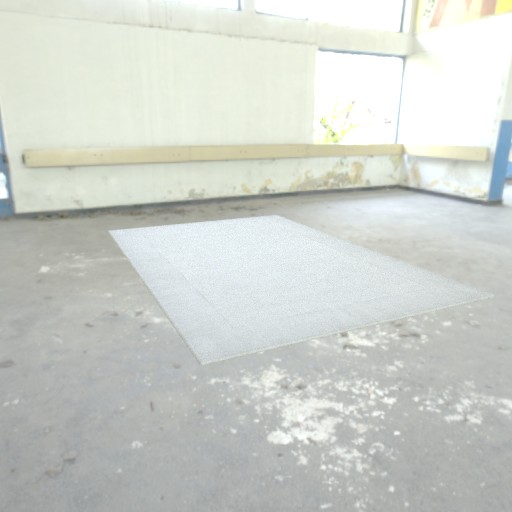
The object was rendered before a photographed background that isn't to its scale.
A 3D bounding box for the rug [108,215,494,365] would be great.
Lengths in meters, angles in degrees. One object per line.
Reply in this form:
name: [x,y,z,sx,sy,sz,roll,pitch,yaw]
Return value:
rug: [0.000,0.000,2.287,1.219,0.013,1.829,-8,18,-24]
